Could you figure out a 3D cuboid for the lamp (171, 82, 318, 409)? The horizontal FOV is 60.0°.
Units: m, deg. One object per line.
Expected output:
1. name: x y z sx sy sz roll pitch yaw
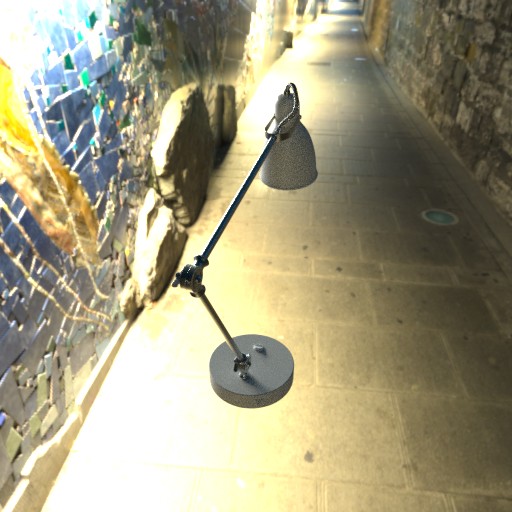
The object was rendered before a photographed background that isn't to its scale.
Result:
1. lamp: 0.000 0.000 0.862 0.187 0.587 0.561 10 33 17
